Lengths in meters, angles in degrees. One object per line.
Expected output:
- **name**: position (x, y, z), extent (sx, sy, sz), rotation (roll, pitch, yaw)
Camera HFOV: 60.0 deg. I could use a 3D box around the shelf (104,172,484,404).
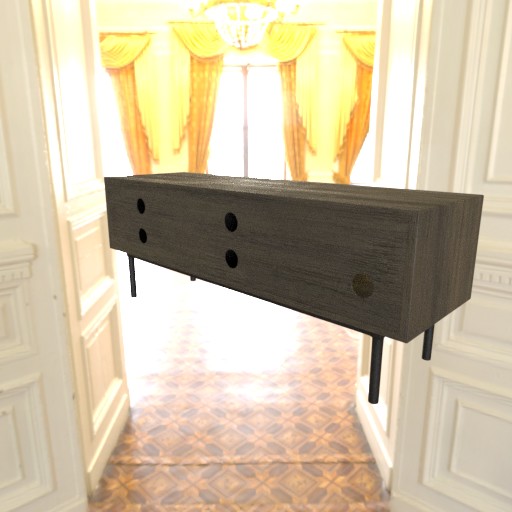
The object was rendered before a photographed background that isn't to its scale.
- **shelf**: position (0.000, 0.000, 1.534), extent (1.300, 0.495, 0.400), rotation (14, 20, 42)
